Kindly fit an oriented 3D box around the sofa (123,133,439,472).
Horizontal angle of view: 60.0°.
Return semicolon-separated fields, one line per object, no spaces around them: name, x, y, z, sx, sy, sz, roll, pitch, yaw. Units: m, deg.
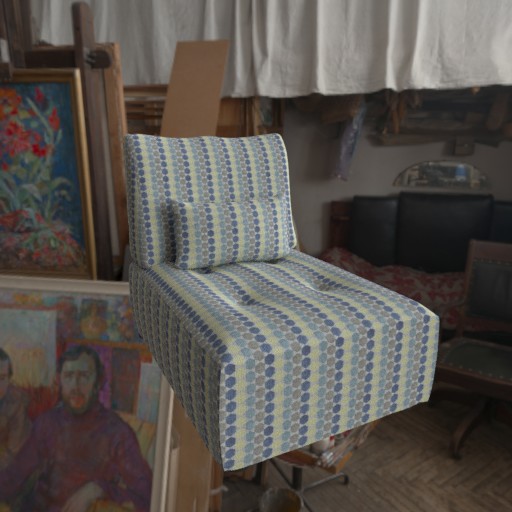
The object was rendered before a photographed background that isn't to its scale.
sofa;0.000;0.000;1.533;0.700;0.820;1.000;-8;17;-26
